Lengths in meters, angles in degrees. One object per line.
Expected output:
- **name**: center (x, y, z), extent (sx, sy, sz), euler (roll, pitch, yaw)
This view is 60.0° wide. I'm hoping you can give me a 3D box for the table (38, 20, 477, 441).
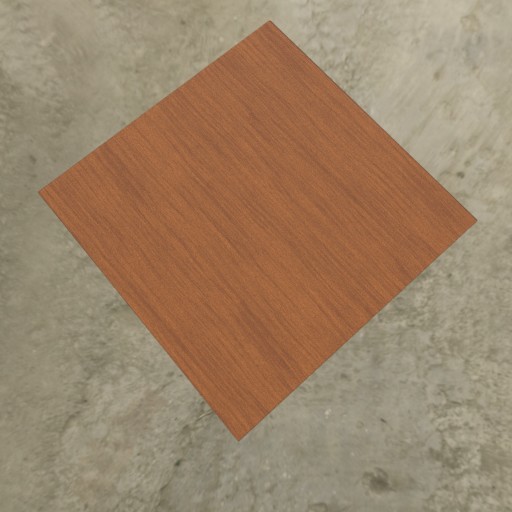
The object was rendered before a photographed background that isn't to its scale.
- **table**: center (0.000, 0.000, 0.827), extent (0.398, 0.540, 0.397), euler (-40, 80, -9)
